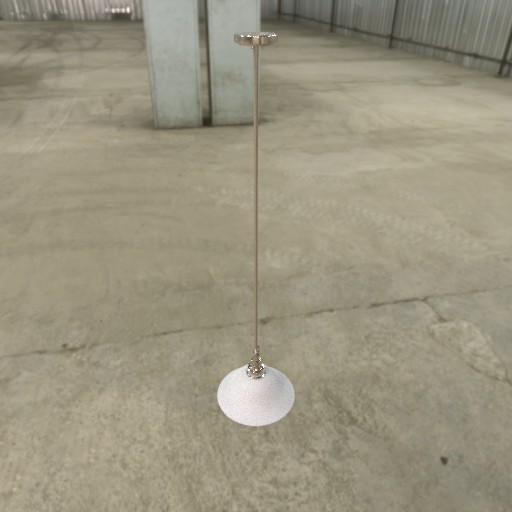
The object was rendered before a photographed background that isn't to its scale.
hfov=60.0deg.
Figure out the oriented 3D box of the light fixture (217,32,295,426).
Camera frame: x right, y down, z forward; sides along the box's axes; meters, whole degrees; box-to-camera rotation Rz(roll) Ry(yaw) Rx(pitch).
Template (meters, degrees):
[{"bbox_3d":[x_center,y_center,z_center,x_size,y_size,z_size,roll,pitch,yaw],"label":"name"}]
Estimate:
[{"bbox_3d":[0.000,0.000,1.506,0.324,1.354,0.324,8,32,12],"label":"light fixture"}]
